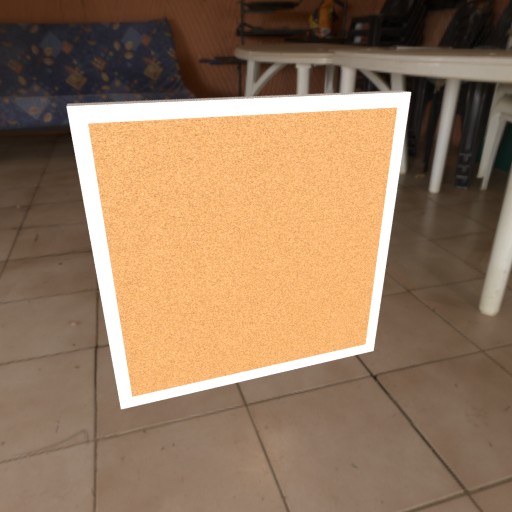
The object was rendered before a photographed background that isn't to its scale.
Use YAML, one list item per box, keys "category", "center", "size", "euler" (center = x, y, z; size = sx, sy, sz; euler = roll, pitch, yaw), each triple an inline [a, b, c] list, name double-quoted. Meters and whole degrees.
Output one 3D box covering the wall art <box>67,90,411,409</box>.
- category: "wall art"
  center: [0.000, 0.000, 1.124]
  size: [0.762, 0.762, 0.038]
  euler: [-8, 27, -17]
